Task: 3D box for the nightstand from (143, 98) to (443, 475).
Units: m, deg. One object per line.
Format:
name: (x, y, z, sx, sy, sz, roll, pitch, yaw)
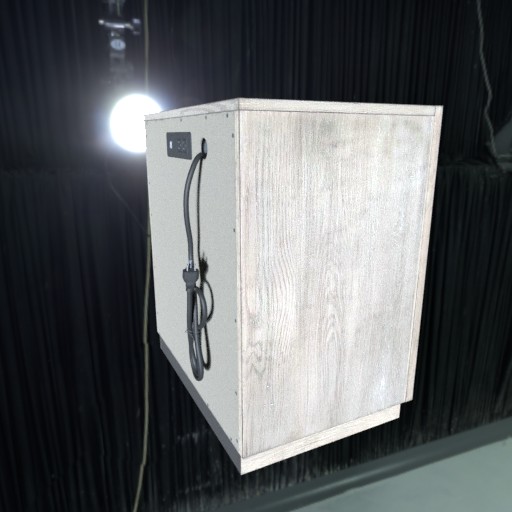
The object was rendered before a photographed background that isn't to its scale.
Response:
nightstand: (0.000, 0.000, 1.077, 0.483, 0.673, 0.612, -7, 17, -26)
